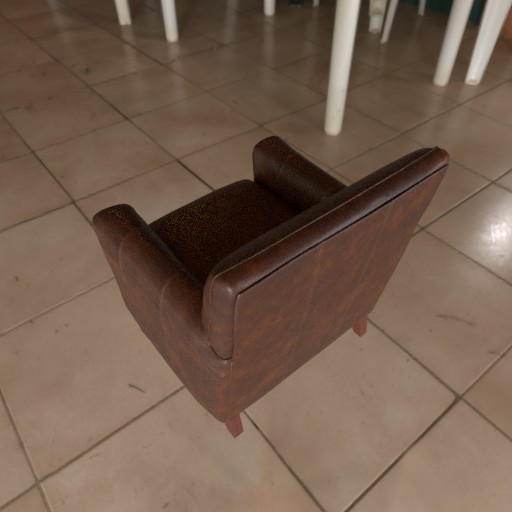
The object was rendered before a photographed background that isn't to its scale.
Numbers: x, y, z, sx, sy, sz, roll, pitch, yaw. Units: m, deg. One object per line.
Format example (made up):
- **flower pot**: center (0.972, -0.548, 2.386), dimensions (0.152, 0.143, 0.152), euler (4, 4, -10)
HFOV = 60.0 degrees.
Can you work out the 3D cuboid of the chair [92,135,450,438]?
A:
- **chair**: center (0.000, 0.000, 1.632), dimensions (0.870, 0.943, 0.823), euler (-30, 53, -27)
